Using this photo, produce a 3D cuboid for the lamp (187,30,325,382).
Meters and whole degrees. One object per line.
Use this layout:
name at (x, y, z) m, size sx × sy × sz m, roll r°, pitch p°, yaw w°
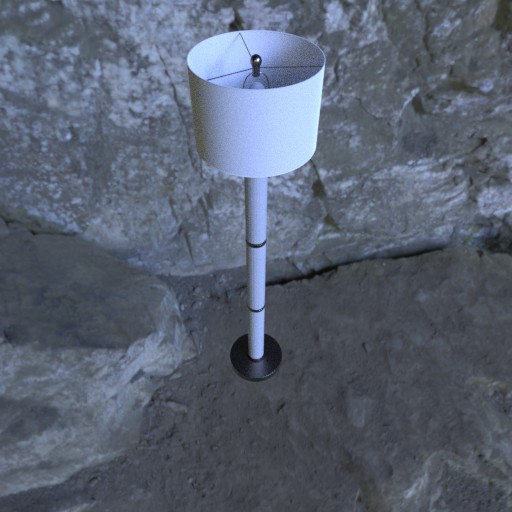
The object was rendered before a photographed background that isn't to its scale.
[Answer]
lamp at (0.000, 0.000, 1.782) m, size 0.377 × 1.599 × 0.377 m, roll -11°, pitch 48°, yaw -10°
